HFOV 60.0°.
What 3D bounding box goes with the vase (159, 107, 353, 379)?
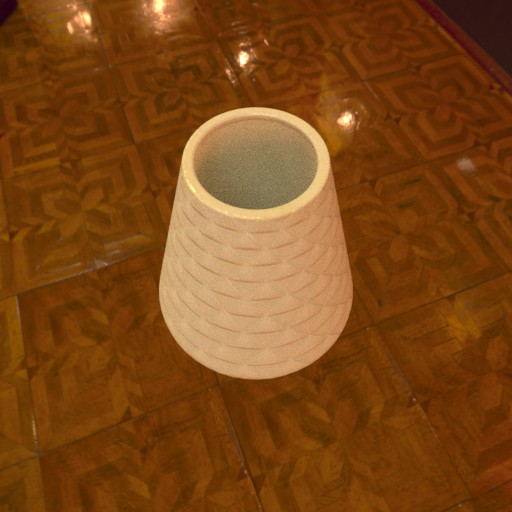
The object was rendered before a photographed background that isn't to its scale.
[{"bbox_3d":[0.000,0.000,0.361,0.175,0.230,0.175,0,60,0],"label":"vase"}]
